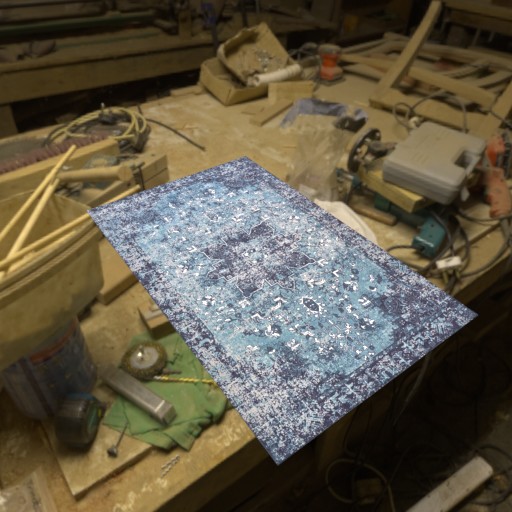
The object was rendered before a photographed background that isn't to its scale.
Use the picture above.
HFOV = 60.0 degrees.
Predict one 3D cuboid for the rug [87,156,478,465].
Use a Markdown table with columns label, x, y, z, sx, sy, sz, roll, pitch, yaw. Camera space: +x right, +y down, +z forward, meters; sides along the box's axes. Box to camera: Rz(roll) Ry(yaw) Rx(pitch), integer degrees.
| label | x | y | z | sx | sy | sz | roll | pitch | yaw |
| --- | --- | --- | --- | --- | --- | --- | --- | --- | --- |
| rug | 0.000 | 0.000 | 3.062 | 1.525 | 0.007 | 2.440 | -25 | 47 | -26 |
